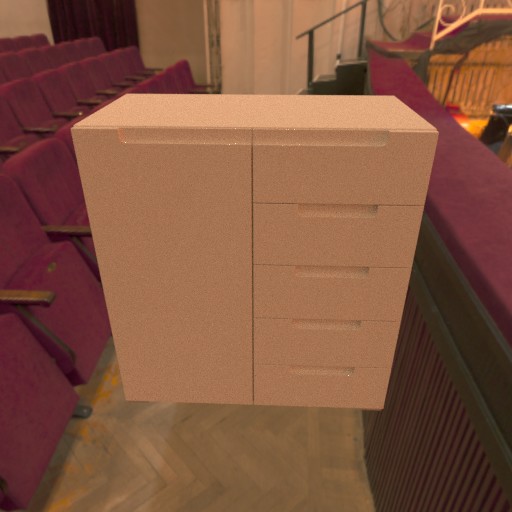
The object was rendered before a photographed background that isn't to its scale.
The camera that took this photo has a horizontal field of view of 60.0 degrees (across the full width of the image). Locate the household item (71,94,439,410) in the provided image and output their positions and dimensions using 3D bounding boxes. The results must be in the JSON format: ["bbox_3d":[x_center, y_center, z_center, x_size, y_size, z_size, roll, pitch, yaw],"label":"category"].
[{"bbox_3d":[0.000,0.000,1.356,0.800,0.870,0.420,1,30,2],"label":"household item"}]
